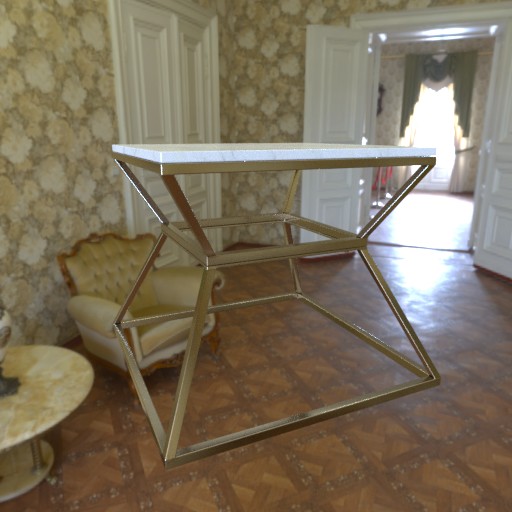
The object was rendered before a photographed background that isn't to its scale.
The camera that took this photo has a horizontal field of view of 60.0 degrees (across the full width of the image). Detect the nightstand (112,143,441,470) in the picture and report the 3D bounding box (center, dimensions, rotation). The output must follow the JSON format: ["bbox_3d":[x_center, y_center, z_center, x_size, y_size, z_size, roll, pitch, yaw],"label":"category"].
[{"bbox_3d":[0.000,0.000,0.883,0.513,0.426,0.514,-7,17,-24],"label":"nightstand"}]
